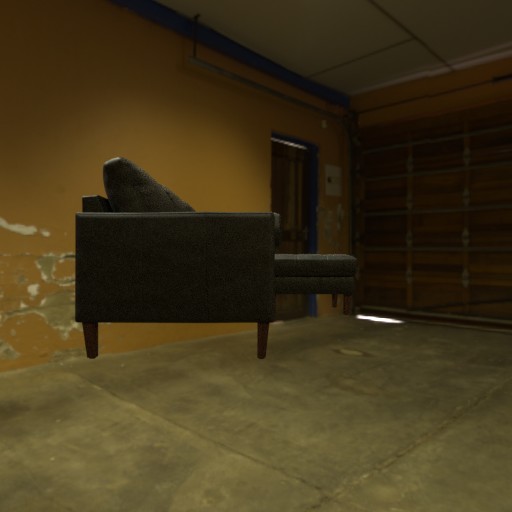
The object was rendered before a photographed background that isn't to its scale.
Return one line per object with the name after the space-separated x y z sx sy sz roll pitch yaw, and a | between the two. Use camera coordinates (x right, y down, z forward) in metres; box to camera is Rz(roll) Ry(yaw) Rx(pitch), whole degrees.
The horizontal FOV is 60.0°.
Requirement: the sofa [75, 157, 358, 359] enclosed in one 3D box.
0.000 0.000 2.901 1.497 0.876 2.178 0 0 0 | sofa
